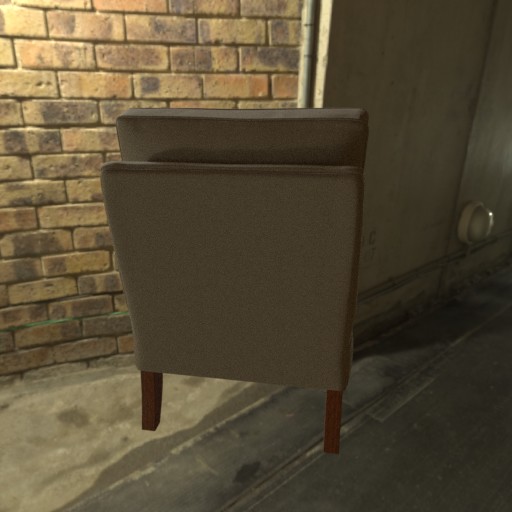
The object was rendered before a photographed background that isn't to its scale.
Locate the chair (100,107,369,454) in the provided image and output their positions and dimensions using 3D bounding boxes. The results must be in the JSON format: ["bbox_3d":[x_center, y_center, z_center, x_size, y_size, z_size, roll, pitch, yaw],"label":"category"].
[{"bbox_3d":[0.000,0.000,1.649,0.724,1.045,0.924,3,18,9],"label":"chair"}]
